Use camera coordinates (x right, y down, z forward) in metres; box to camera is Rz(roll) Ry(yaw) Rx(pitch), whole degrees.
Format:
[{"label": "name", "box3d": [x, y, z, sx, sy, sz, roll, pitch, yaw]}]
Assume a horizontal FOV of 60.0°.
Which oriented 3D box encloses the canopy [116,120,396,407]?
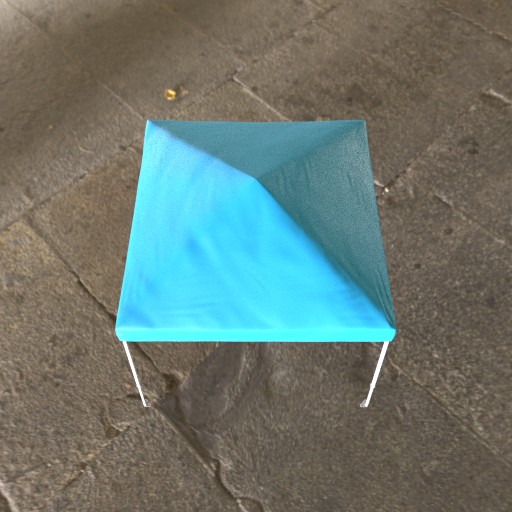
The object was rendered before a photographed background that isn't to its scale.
[{"label": "canopy", "box3d": [0.000, 0.000, 5.032, 2.848, 2.849, 2.849, 0, 63, 0]}]
